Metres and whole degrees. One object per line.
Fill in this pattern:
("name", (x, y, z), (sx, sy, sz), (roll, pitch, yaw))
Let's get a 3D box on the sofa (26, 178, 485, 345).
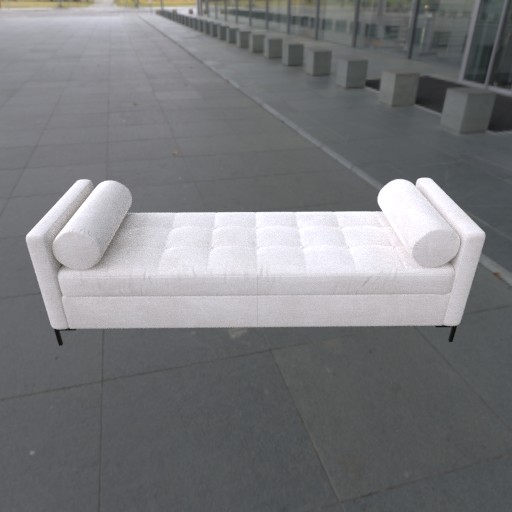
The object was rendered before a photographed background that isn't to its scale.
("sofa", (0.000, 0.000, 2.335), (1.981, 0.635, 0.686), (0, 30, -1))
